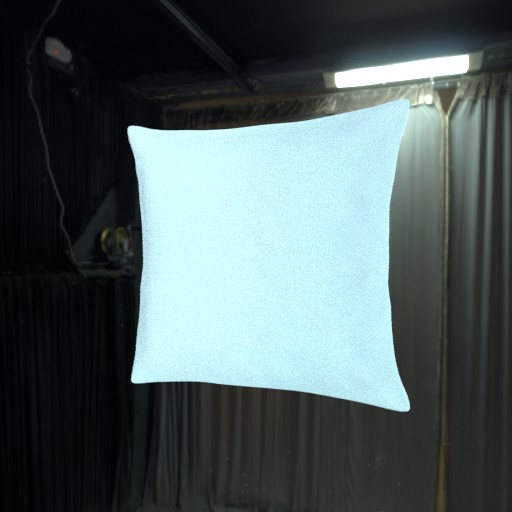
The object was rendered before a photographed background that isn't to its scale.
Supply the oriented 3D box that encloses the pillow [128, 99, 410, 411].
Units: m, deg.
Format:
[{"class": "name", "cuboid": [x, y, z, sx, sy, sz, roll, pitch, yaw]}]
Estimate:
[{"class": "pillow", "cuboid": [0.000, 0.000, 0.798, 0.525, 0.508, 0.166, 0, 0, 18]}]
